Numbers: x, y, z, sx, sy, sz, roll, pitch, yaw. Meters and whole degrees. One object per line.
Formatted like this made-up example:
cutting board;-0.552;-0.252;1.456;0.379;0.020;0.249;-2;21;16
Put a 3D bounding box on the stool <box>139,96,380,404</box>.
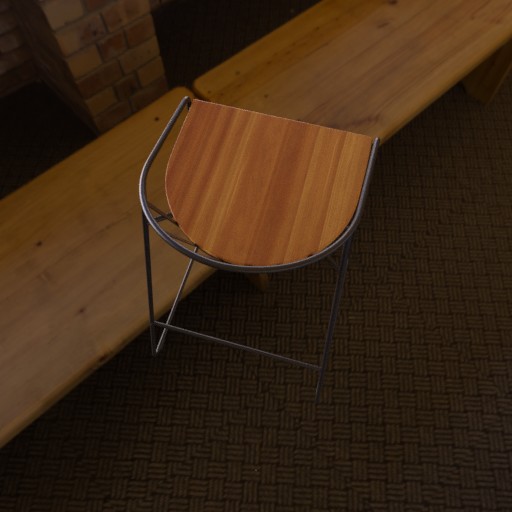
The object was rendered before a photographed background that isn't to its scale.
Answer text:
stool;0.000;0.000;1.159;0.546;0.812;0.521;14;65;7
